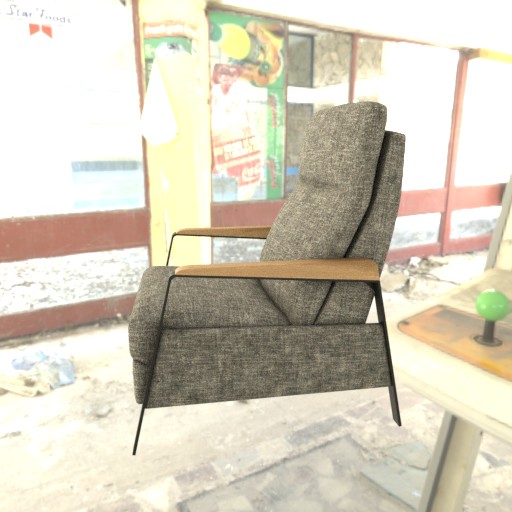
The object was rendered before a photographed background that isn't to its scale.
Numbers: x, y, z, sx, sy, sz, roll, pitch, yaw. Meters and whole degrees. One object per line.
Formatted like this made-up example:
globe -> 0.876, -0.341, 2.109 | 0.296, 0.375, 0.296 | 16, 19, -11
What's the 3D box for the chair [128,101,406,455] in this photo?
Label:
chair -> 0.000, 0.000, 1.603 | 0.868, 1.042, 0.671 | -2, 14, -9
